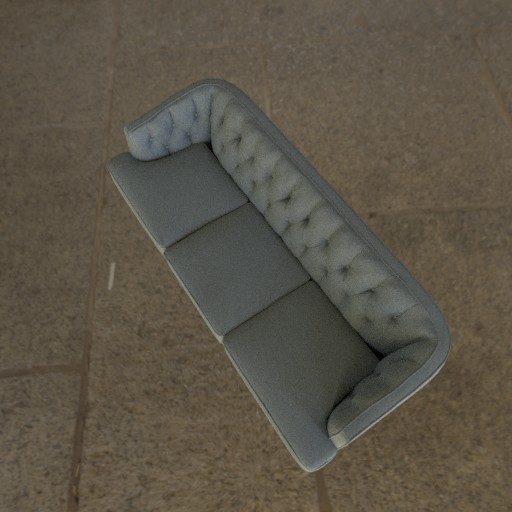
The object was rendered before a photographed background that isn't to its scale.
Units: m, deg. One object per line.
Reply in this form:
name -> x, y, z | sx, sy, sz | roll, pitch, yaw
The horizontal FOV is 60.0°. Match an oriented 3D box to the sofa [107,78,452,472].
sofa -> 0.000, 0.000, 2.683 | 0.941, 0.855, 2.278 | -31, 67, -15
